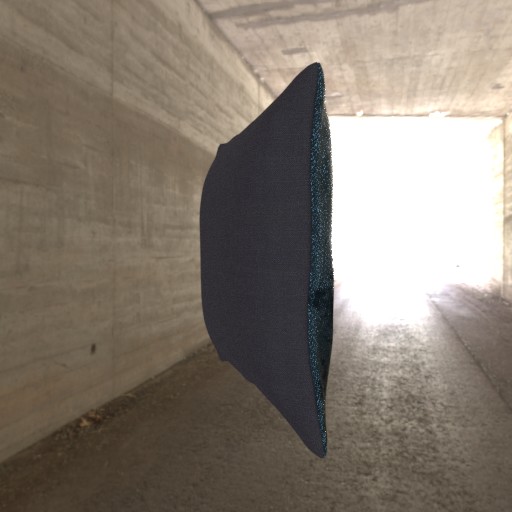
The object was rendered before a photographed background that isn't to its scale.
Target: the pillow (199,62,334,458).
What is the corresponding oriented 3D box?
[{"bbox_3d":[0.000,0.000,0.674,0.138,0.430,0.436,0,0,-19],"label":"pillow"}]
